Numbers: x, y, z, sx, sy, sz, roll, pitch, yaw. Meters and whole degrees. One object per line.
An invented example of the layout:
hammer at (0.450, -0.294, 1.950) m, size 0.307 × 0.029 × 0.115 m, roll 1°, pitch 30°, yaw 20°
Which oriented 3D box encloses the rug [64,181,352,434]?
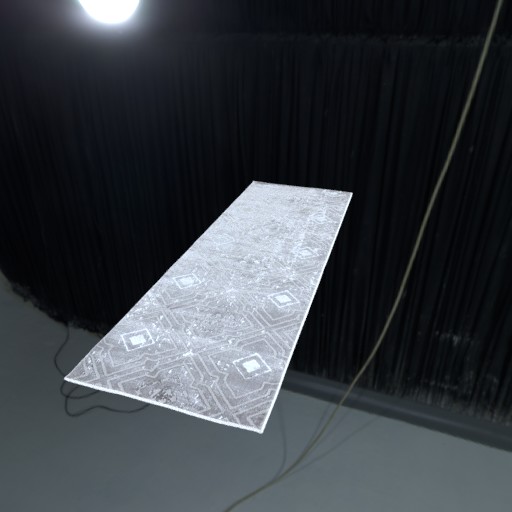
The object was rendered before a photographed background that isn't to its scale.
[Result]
rug at (0.000, 0.000, 2.639) m, size 0.832 × 0.035 × 2.381 m, roll 9°, pitch 31°, yaw 16°
